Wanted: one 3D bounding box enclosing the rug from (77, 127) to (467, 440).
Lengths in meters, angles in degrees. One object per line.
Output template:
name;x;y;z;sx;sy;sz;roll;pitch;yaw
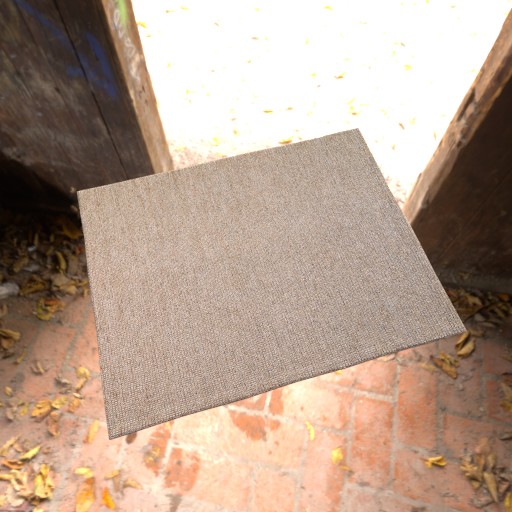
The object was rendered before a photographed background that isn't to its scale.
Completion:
rug;0.000;0.000;4.104;3.034;0.012;2.406;-15;63;-7
